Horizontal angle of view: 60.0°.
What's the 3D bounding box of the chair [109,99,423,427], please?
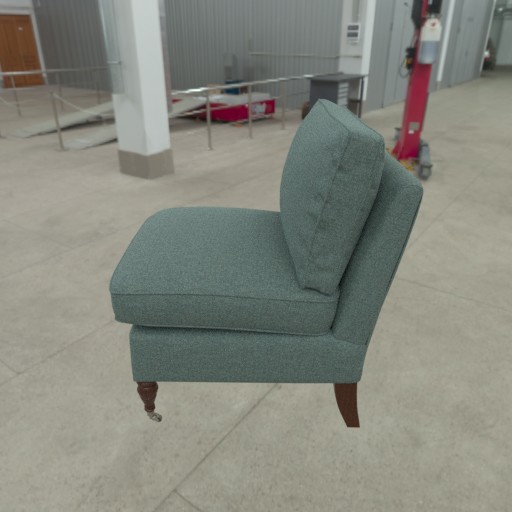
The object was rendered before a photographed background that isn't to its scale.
[{"bbox_3d":[0.000,0.000,1.430,0.796,0.901,0.624,0,26,0],"label":"chair"}]
